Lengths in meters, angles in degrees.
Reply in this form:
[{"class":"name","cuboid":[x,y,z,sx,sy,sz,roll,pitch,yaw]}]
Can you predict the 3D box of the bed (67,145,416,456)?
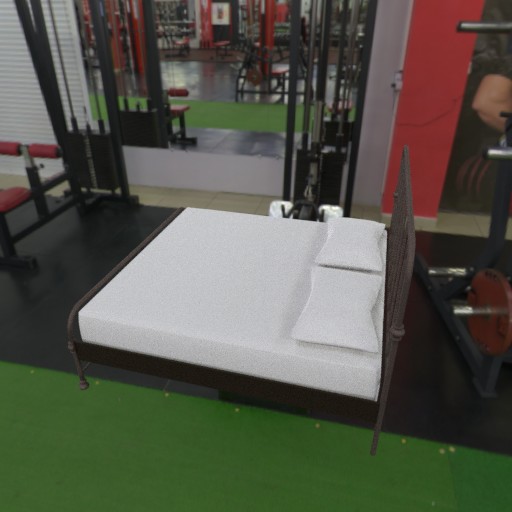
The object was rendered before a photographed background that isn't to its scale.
[{"class":"bed","cuboid":[0.000,0.000,3.471,2.134,1.446,2.044,8,30,13]}]
